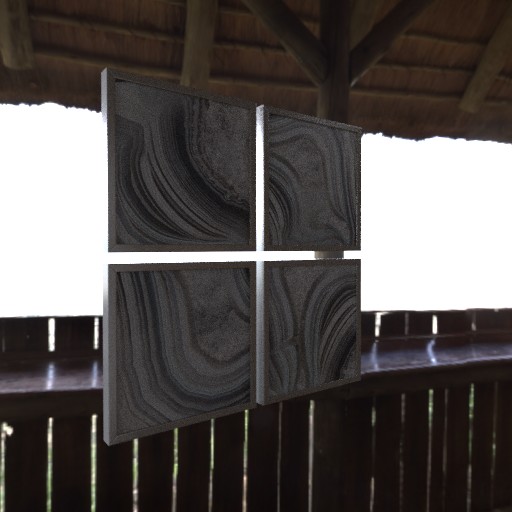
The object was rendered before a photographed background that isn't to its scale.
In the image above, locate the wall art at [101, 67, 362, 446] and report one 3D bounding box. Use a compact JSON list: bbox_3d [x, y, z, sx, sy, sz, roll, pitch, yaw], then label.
[{"bbox_3d":[0.000,0.000,0.906,0.611,0.611,0.029,-1,1,-36],"label":"wall art"}]
